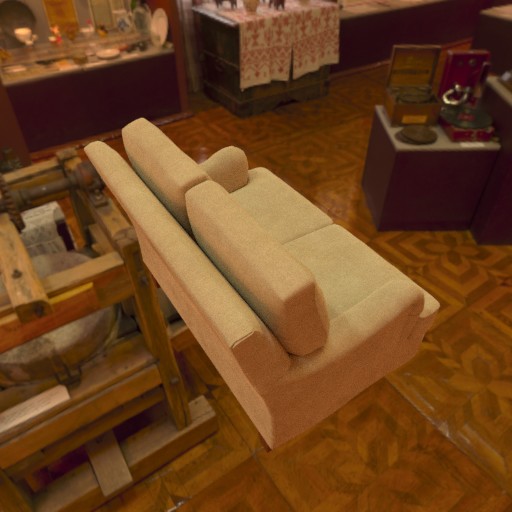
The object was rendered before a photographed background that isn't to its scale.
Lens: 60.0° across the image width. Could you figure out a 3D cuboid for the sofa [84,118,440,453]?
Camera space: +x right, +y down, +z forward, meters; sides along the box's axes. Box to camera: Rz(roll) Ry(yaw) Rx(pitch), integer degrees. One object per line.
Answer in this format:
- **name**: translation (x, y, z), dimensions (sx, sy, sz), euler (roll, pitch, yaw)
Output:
- **sofa**: translation (0.000, 0.000, 2.215), dimensions (1.086, 1.087, 1.498), euler (-23, 46, -24)
